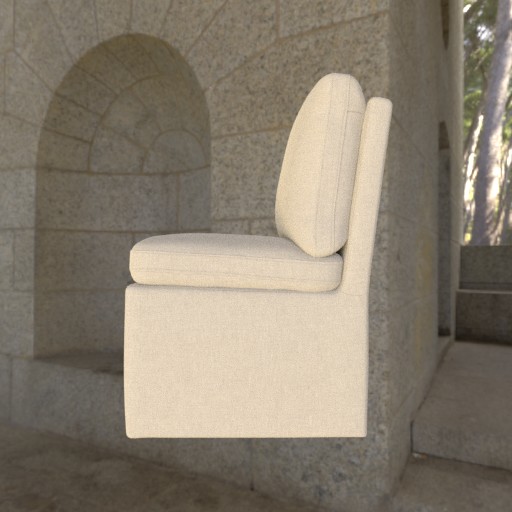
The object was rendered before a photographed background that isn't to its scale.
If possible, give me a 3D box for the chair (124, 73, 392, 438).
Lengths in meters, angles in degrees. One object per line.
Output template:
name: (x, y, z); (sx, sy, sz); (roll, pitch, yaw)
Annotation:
chair: (0.000, 0.000, 1.346); (0.698, 0.927, 0.503); (0, -1, 0)
